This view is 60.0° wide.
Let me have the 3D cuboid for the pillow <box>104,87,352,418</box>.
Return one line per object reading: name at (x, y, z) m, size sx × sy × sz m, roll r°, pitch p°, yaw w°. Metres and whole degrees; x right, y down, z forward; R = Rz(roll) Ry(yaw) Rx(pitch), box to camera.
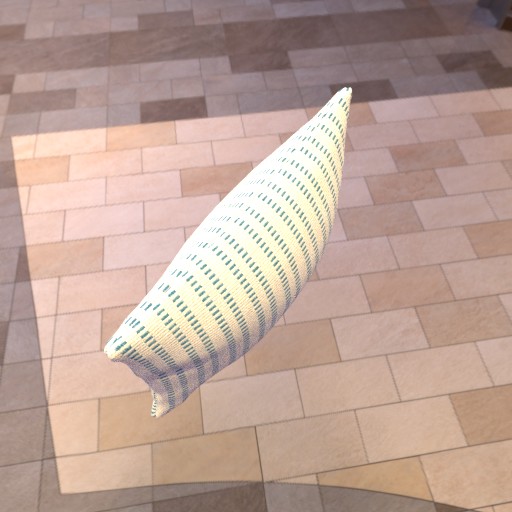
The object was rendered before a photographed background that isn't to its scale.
pillow at (0.000, 0.000, 0.832) m, size 0.210 × 0.353 × 0.640 m, roll 31°, pitch 63°, yaw 18°
